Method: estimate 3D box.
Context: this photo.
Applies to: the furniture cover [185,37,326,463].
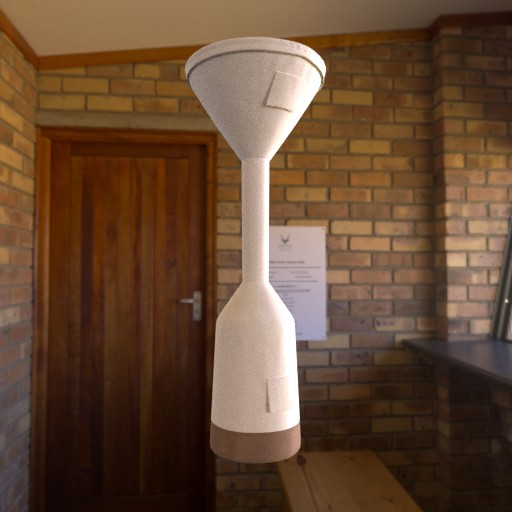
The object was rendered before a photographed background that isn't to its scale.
[{"bbox_3d":[0.000,0.000,2.868,0.914,2.413,0.914,1,-2,-37],"label":"furniture cover"}]
